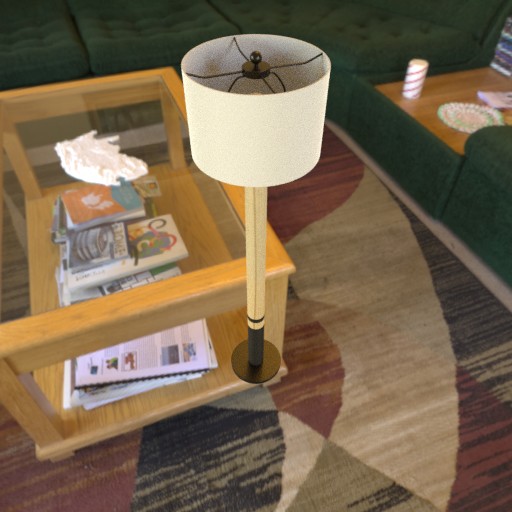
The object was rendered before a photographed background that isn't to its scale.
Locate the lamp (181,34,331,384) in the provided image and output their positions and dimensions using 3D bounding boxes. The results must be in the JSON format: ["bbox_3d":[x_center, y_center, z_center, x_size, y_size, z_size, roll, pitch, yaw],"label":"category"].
[{"bbox_3d":[0.000,0.000,1.648,0.381,1.478,0.381,-30,53,-26],"label":"lamp"}]
